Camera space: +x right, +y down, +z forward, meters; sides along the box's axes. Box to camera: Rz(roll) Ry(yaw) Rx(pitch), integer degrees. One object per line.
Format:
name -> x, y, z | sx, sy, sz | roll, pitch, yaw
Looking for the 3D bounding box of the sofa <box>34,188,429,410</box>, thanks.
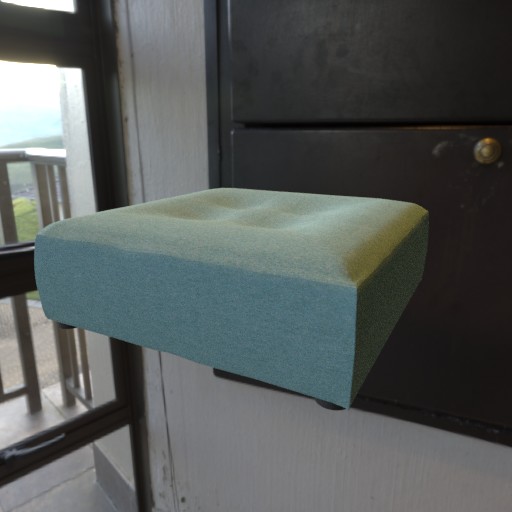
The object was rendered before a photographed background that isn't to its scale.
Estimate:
sofa -> 0.000, 0.000, 1.443 | 0.930, 0.330, 0.930 | 8, 18, 27
